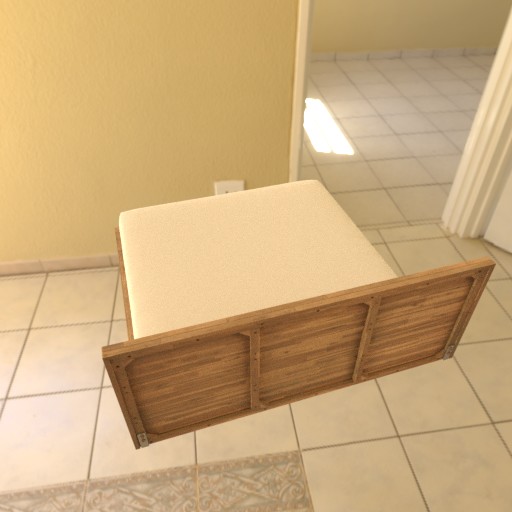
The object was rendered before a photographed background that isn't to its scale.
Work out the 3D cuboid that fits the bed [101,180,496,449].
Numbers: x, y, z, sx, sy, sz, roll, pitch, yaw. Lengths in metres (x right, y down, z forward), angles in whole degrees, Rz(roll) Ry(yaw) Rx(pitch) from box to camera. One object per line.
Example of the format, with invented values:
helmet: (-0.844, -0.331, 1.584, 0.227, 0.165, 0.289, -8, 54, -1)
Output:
bed: (0.000, 0.000, 3.352, 2.116, 1.100, 2.167, -12, 42, -13)
